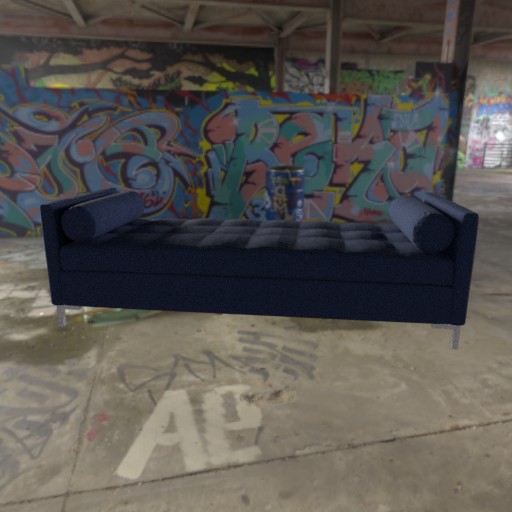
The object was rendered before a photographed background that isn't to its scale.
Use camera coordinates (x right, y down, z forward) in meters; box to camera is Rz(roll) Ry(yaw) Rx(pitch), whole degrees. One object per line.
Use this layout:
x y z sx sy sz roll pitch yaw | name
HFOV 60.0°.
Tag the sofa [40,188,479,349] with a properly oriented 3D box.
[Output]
0.000 0.000 2.508 2.102 0.657 0.797 2 15 7 | sofa
